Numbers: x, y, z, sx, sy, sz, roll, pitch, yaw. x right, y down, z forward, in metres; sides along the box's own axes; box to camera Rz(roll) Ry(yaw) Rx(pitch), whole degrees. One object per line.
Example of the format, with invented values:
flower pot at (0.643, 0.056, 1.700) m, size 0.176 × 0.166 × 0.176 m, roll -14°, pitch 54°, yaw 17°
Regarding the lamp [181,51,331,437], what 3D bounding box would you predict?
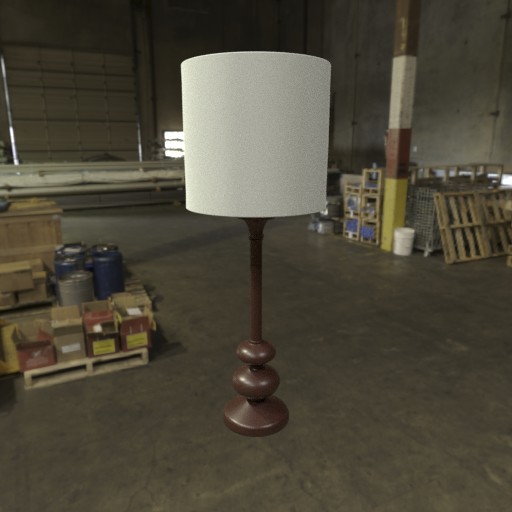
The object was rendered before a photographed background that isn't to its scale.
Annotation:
lamp at (0.000, 0.000, 0.838) m, size 0.254 × 0.690 × 0.254 m, roll -7°, pitch 16°, yaw -26°
